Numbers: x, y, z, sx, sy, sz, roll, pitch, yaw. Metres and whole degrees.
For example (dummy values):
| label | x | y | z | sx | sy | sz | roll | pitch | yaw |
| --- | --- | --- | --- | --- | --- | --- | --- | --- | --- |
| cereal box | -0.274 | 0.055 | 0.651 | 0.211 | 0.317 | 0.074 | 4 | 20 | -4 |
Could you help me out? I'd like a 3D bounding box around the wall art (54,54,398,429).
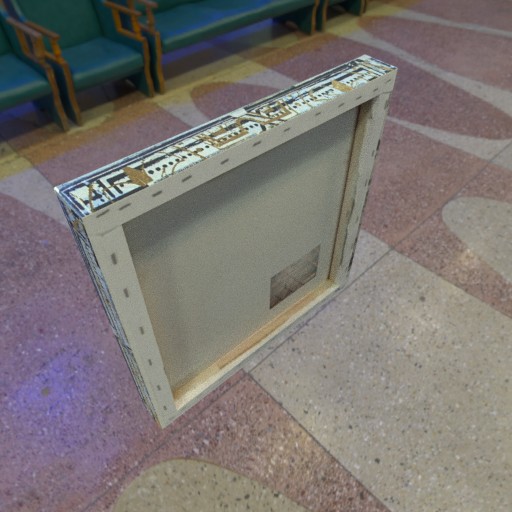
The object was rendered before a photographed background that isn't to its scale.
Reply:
| label | x | y | z | sx | sy | sz | roll | pitch | yaw |
| --- | --- | --- | --- | --- | --- | --- | --- | --- | --- |
| wall art | 0.000 | 0.000 | 0.445 | 0.302 | 0.306 | 0.038 | -33 | 55 | -27 |
